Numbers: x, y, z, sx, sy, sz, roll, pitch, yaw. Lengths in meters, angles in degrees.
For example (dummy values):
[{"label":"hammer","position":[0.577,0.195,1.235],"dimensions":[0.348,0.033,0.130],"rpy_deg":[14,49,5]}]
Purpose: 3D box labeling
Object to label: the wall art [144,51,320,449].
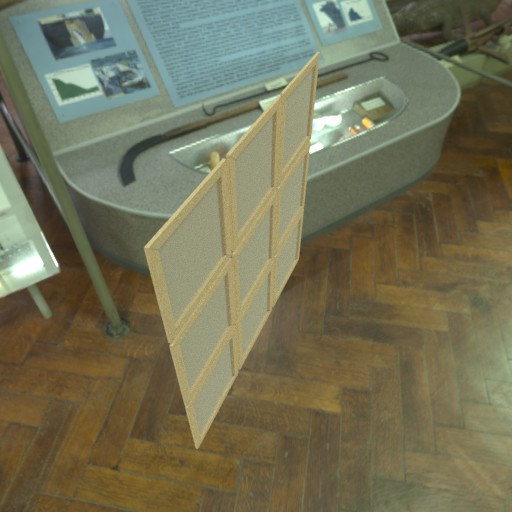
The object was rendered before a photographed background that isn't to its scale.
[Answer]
[{"label":"wall art","position":[0.000,0.000,2.281],"dimensions":[0.014,1.507,1.519],"rpy_deg":[18,49,17]}]
